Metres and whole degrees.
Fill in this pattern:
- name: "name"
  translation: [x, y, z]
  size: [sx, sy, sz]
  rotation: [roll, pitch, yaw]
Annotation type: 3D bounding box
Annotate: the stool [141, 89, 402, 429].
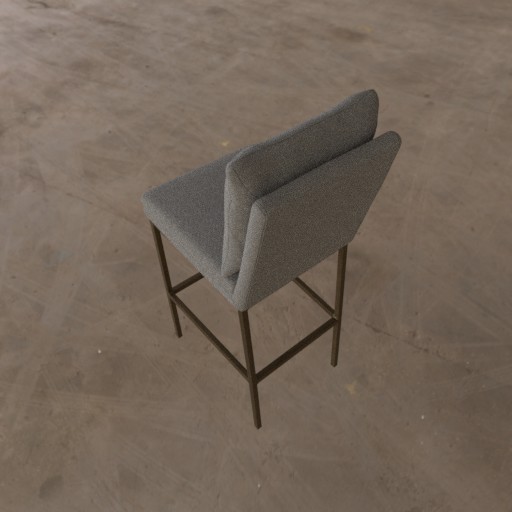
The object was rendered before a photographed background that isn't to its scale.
- name: "stool"
  translation: [0.000, 0.000, 1.440]
  size: [0.463, 1.132, 0.569]
  rotation: [-31, 54, -26]
